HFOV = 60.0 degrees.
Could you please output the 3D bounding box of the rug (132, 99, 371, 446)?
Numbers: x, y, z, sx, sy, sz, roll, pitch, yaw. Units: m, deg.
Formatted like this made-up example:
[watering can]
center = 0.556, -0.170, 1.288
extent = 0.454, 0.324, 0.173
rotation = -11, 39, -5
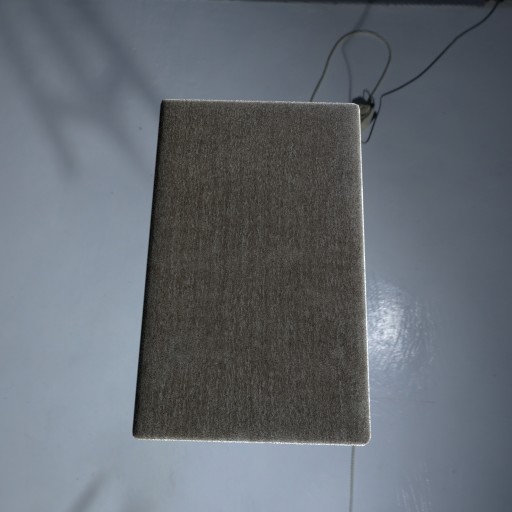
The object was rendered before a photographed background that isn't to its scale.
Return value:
[rug]
center = 0.000, 0.000, 3.139
extent = 1.539, 0.024, 2.469
rotation = 1, 76, 0
